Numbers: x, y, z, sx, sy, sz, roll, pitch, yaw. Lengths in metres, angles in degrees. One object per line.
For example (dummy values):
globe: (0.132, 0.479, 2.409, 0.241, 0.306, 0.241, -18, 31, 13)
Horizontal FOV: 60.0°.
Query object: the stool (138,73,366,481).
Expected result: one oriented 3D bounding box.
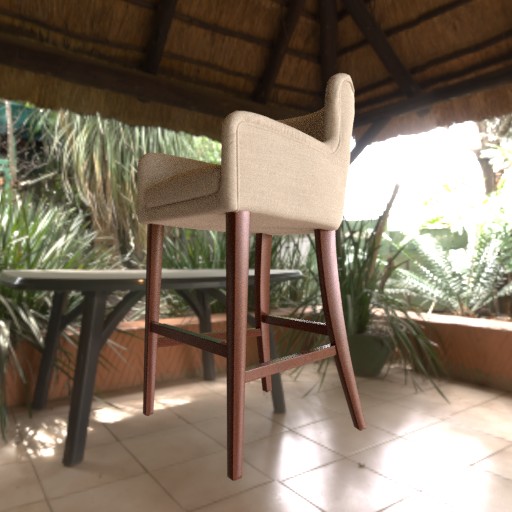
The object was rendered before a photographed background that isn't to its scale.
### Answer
stool: (0.000, 0.000, 1.376, 0.563, 1.034, 0.556, 0, 0, -36)
